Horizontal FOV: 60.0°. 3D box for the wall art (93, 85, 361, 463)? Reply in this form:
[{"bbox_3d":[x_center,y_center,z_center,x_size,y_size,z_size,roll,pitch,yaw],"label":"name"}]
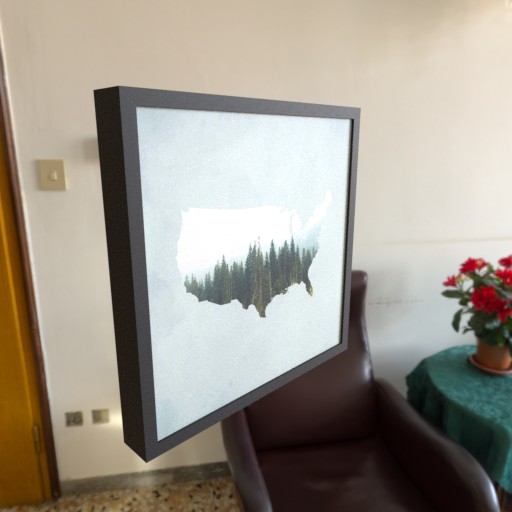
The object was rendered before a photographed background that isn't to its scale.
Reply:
[{"bbox_3d":[0.000,0.000,0.459,0.038,0.304,0.304,14,20,43],"label":"wall art"}]
